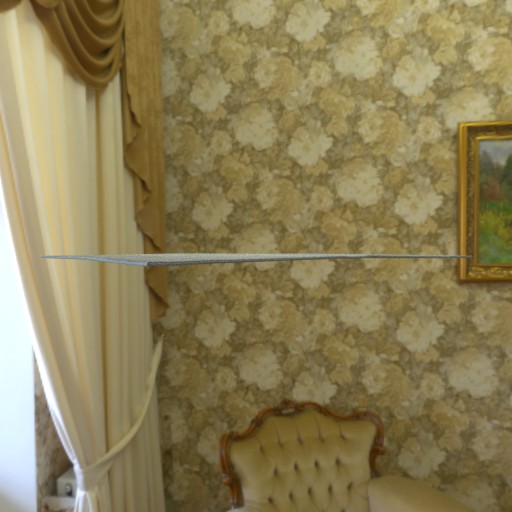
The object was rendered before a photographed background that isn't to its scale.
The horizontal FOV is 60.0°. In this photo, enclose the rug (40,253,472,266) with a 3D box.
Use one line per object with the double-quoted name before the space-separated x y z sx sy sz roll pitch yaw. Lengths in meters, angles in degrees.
"rug" 0.000 0.000 4.158 3.237 0.046 2.461 -1 1 -37
